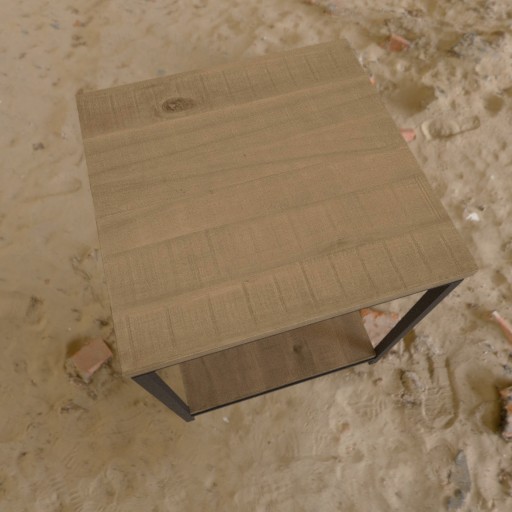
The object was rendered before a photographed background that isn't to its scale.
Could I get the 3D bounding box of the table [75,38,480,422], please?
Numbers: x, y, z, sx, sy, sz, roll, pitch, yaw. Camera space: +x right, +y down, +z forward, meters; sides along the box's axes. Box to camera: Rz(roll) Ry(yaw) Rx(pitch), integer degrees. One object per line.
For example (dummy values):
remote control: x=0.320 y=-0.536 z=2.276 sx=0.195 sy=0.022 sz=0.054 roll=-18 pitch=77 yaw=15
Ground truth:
table: x=0.000 y=0.000 z=0.962 sx=0.507 sy=0.589 sz=0.503 roll=-15 pitch=65 yaw=-7
